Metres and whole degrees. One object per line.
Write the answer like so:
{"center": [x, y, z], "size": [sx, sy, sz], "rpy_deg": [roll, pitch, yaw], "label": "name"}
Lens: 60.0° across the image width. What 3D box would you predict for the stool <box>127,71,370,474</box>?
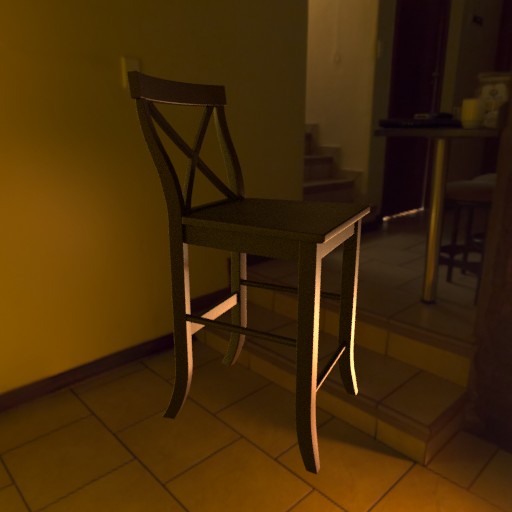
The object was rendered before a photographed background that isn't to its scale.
{"center": [0.000, 0.000, 1.302], "size": [0.559, 0.989, 0.452], "rpy_deg": [8, 18, 26], "label": "stool"}
